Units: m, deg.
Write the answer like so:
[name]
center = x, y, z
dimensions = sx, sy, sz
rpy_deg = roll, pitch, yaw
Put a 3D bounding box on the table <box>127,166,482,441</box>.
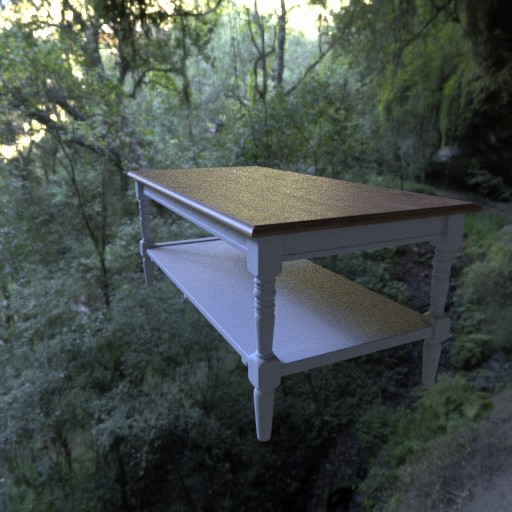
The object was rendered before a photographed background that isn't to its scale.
[table]
center = 0.000, 0.000, 1.395
dimensions = 0.559, 0.458, 1.118
rpy_deg = -8, 18, -25
